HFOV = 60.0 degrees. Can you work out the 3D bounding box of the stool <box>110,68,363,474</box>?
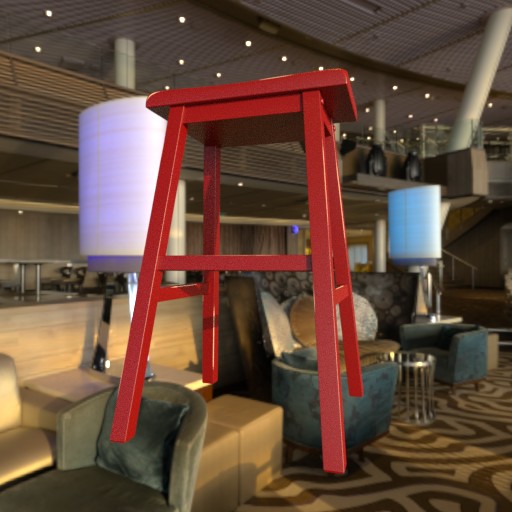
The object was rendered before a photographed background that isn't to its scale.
[{"bbox_3d":[0.000,0.000,1.040,0.457,0.737,0.476,0,-1,17],"label":"stool"}]
